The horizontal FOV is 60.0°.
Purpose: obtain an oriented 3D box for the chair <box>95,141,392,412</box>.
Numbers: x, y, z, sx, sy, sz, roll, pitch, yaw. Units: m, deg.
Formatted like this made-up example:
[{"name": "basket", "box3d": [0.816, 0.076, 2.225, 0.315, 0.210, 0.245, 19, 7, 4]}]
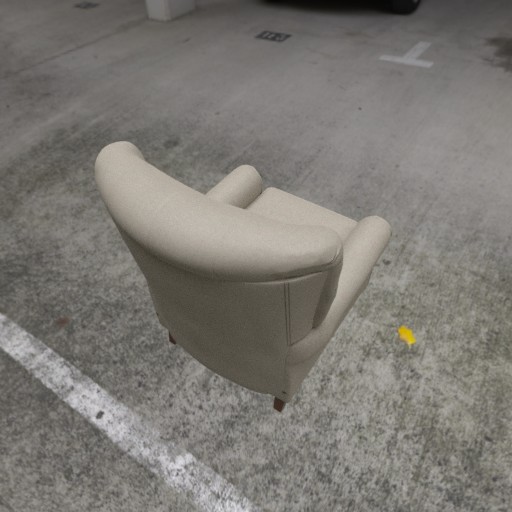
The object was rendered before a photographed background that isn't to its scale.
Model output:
[{"name": "chair", "box3d": [0.000, 0.000, 1.924, 0.943, 1.158, 1.059, 26, 52, 23]}]
